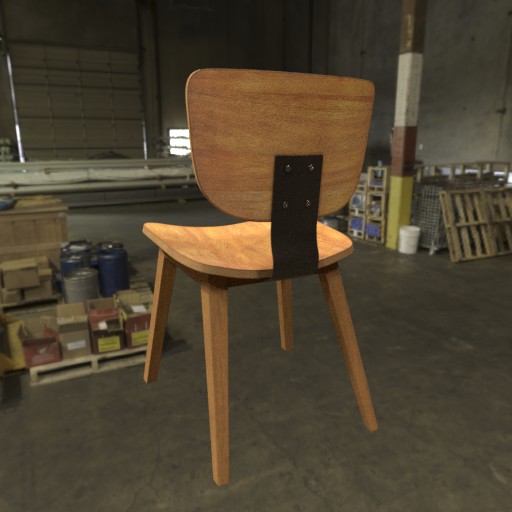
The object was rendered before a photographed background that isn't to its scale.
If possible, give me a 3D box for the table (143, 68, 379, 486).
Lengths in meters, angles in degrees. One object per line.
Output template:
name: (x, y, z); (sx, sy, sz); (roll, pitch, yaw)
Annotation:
table: (0.000, 0.000, 1.109); (0.499, 0.805, 0.500); (-7, 16, -26)
